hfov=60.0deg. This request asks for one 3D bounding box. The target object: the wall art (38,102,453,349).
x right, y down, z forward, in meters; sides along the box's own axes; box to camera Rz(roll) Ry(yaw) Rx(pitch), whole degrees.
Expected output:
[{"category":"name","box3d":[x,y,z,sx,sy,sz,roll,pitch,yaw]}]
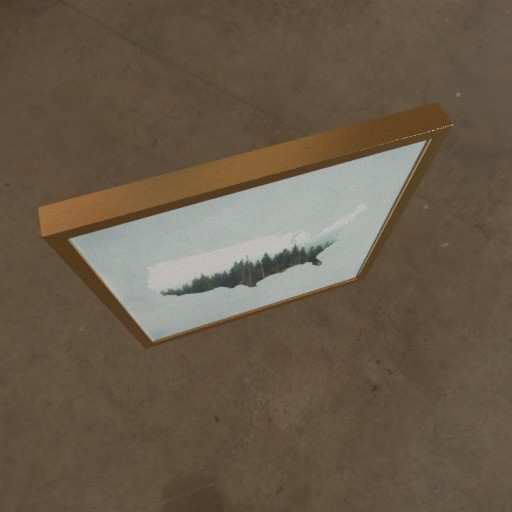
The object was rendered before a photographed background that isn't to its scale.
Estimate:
[{"category":"wall art","box3d":[0.000,0.000,0.759,0.509,0.509,0.040,-17,66,-8]}]
